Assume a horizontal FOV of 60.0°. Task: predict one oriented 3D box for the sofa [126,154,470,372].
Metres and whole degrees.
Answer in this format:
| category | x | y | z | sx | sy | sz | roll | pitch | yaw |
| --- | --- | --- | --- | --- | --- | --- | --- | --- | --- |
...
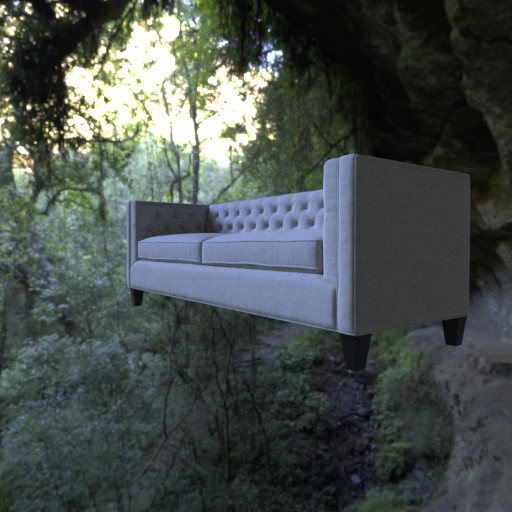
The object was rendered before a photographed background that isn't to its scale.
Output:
| category | x | y | z | sx | sy | sz | roll | pitch | yaw |
| --- | --- | --- | --- | --- | --- | --- | --- | --- | --- |
| sofa | 0.000 | 0.000 | 2.600 | 0.775 | 0.762 | 2.159 | -1 | 2 | -37 |
